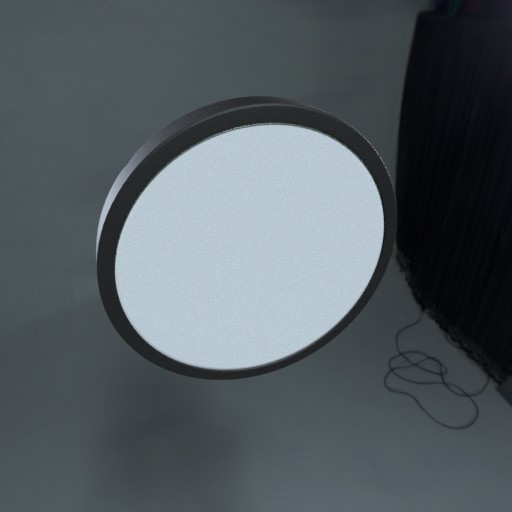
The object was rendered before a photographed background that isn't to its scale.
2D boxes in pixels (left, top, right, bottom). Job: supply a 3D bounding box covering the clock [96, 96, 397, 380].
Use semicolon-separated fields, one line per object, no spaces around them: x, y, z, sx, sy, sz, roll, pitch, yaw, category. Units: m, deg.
0.000;0.000;0.432;0.293;0.293;0.040;-10;32;-15;clock
